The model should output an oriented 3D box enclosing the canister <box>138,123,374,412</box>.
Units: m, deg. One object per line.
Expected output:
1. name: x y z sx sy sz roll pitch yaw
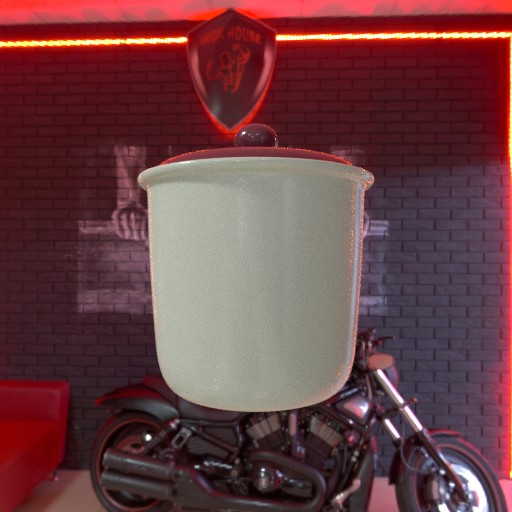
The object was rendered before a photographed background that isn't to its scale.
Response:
1. canister: 0.000 0.000 0.353 0.182 0.208 0.182 0 0 0
